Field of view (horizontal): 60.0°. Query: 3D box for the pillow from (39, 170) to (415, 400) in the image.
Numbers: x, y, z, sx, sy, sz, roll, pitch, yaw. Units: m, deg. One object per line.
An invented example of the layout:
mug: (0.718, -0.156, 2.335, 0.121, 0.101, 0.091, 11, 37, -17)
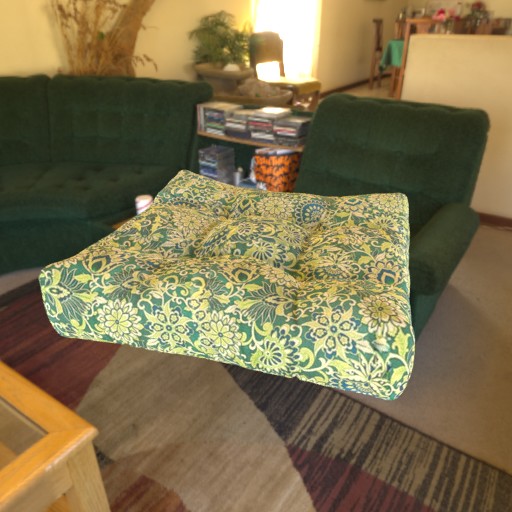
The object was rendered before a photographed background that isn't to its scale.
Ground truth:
pillow: (0.000, 0.000, 0.734, 0.490, 0.128, 0.468, 8, 30, 14)
